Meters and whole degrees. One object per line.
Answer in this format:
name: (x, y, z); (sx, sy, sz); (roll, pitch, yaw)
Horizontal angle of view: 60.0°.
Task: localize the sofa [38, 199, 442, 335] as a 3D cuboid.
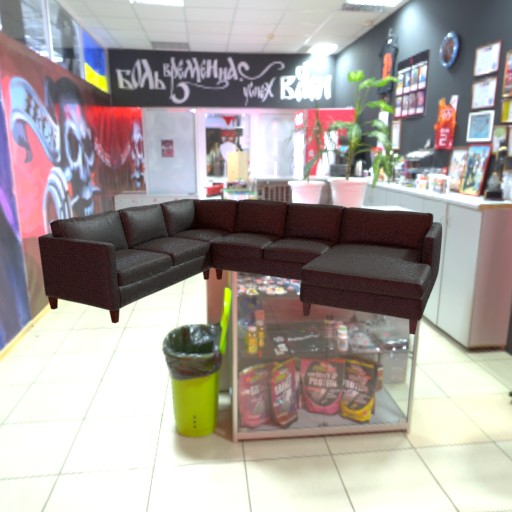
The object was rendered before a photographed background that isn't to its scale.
sofa: (0.000, 0.000, 4.673); (3.460, 0.923, 2.593); (7, 15, 26)
